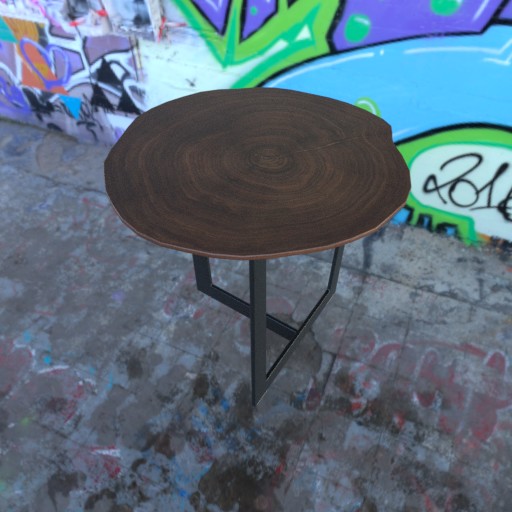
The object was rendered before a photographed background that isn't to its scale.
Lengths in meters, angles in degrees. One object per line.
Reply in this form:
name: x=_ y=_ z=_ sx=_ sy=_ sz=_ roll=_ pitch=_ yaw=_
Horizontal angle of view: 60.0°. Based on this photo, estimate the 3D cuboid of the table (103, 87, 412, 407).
table: x=0.000 y=0.000 z=0.890 sx=0.494 sy=0.476 sz=0.477 roll=17 pitch=48 yaw=16
